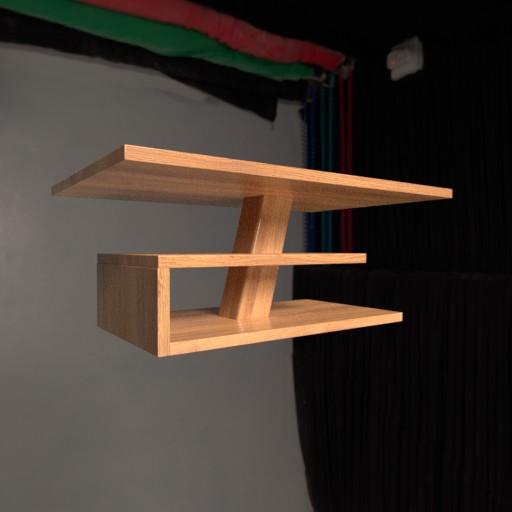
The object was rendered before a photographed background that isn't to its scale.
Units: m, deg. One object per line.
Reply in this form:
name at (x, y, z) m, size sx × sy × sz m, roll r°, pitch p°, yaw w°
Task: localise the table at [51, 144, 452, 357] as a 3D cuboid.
table at (0.000, 0.000, 1.443) m, size 1.100 × 0.442 × 0.700 m, roll -1°, pitch 1°, yaw -35°
